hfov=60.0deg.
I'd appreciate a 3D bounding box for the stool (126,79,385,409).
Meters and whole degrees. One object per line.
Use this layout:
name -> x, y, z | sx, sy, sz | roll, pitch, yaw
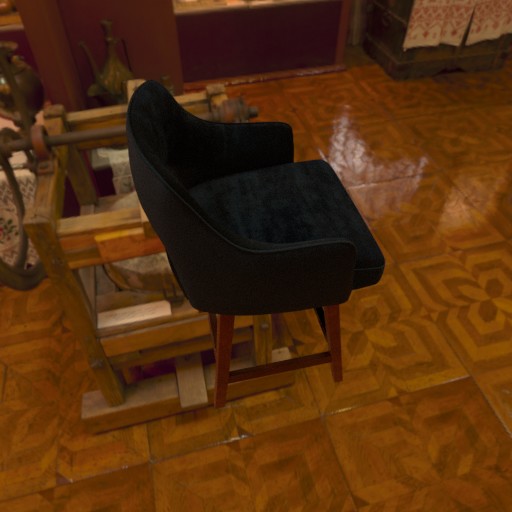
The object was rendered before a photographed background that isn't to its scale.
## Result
stool -> 0.000, 0.000, 1.280 | 0.560, 0.940, 0.550 | -9, 47, -9
